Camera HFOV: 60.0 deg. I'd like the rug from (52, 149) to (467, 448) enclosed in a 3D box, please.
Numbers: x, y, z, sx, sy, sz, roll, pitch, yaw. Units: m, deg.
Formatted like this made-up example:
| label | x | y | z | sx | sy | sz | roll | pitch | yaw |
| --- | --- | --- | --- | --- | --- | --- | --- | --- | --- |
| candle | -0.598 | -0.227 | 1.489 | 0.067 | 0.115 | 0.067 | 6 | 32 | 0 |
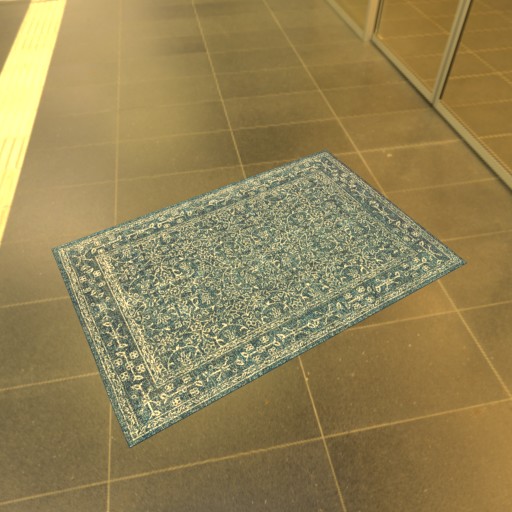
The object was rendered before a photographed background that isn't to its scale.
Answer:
| label | x | y | z | sx | sy | sz | roll | pitch | yaw |
| --- | --- | --- | --- | --- | --- | --- | --- | --- | --- |
| rug | 0.000 | 0.000 | 2.317 | 1.819 | 0.005 | 1.200 | -24 | 51 | -20 |
